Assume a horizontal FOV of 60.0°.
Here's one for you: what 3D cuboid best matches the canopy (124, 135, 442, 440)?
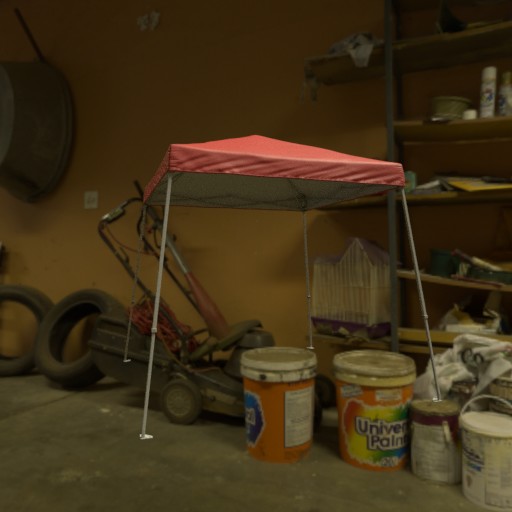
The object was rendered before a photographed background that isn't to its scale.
[{"bbox_3d":[0.000,0.000,5.209,2.849,2.849,2.848,0,-1,-19],"label":"canopy"}]
